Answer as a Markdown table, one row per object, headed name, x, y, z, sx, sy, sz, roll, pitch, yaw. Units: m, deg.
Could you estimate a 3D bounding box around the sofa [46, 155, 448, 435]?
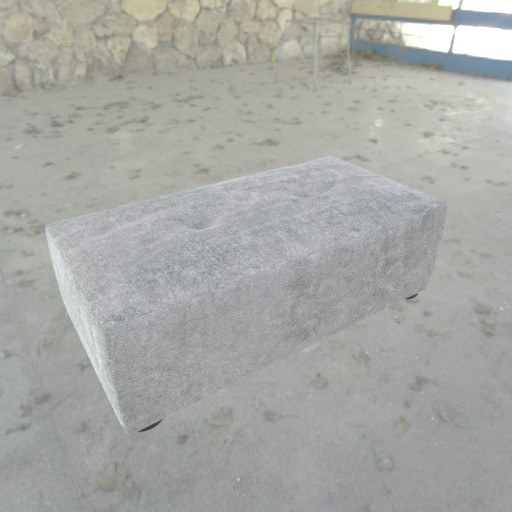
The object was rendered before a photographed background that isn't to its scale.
| name | x | y | z | sx | sy | sz | roll | pitch | yaw |
| --- | --- | --- | --- | --- | --- | --- | --- | --- | --- |
| sofa | 0.000 | 0.000 | 1.174 | 0.930 | 0.330 | 0.480 | -19 | 36 | -28 |
